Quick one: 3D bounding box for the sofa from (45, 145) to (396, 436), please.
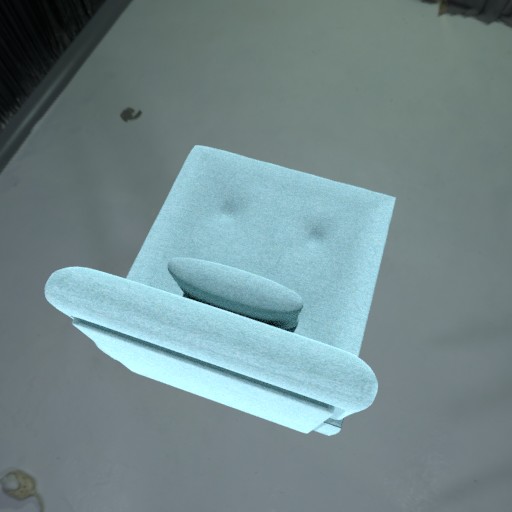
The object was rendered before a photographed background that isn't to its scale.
[{"bbox_3d":[0.000,0.000,1.657,0.930,0.820,1.000,17,65,8],"label":"sofa"}]
